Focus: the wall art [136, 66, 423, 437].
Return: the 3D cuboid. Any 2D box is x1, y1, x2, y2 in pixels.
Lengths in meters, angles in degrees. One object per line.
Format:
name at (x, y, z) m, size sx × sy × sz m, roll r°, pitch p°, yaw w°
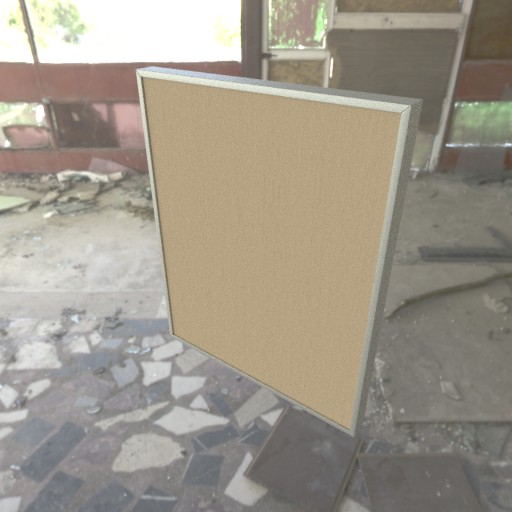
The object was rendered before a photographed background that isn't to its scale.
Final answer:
wall art at (0.000, 0.000, 0.747) m, size 0.445 × 0.553 × 0.039 m, roll 20°, pitch 36°, yaw 30°
